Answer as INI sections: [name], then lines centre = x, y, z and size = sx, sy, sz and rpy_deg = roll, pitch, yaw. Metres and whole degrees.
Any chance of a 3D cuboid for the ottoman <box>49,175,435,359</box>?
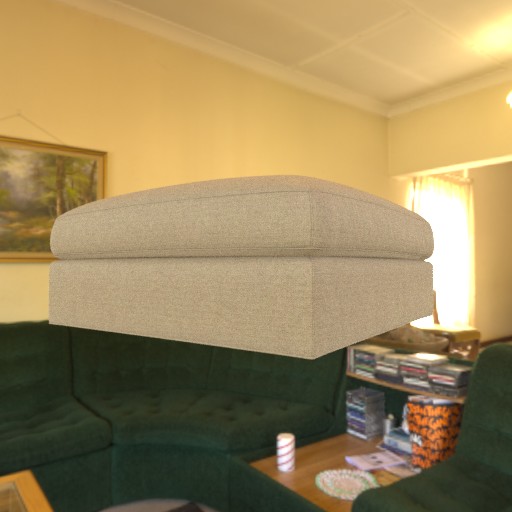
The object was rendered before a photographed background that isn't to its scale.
[ottoman]
centre = 0.000, 0.000, 1.641
size = 1.041, 0.470, 1.041
rpy_deg = -1, -1, 35
